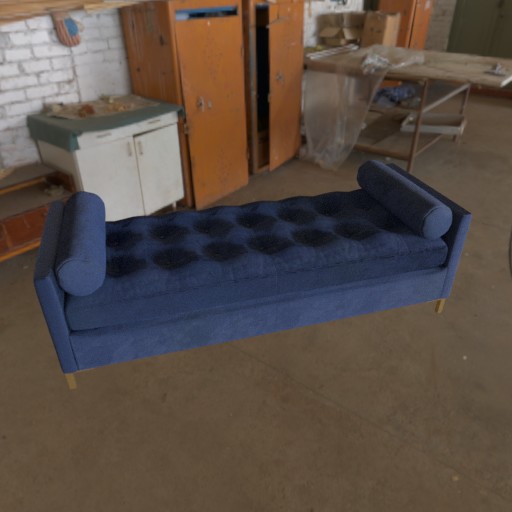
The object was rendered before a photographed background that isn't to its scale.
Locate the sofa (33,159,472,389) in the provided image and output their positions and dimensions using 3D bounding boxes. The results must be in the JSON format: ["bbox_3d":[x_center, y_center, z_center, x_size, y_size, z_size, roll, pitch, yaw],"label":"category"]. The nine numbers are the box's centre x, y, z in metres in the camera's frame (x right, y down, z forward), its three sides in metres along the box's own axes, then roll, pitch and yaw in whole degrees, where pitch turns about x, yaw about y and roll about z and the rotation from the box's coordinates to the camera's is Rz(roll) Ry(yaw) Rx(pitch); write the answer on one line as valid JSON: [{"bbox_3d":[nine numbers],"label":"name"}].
[{"bbox_3d":[0.000,0.000,2.469,2.102,0.705,0.796,-9,33,-14],"label":"sofa"}]
